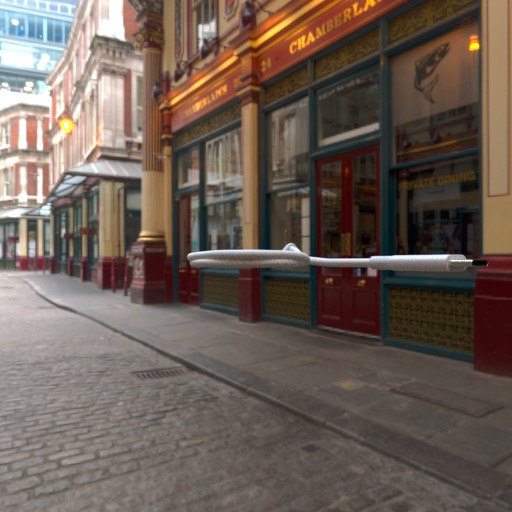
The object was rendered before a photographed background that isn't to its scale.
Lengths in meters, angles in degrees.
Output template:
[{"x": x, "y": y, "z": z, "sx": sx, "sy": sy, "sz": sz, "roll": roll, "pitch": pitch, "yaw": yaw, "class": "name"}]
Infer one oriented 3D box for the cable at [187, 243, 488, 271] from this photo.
[{"x": 0.000, "y": 0.000, "z": 0.226, "sx": 0.070, "sy": 0.014, "sz": 0.203, "roll": 1, "pitch": -1, "yaw": -35, "class": "cable"}]
